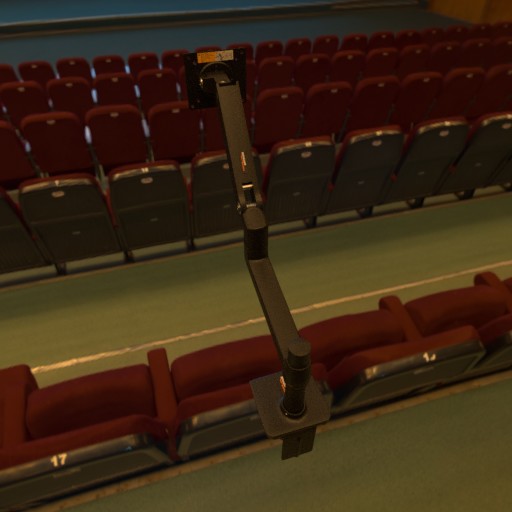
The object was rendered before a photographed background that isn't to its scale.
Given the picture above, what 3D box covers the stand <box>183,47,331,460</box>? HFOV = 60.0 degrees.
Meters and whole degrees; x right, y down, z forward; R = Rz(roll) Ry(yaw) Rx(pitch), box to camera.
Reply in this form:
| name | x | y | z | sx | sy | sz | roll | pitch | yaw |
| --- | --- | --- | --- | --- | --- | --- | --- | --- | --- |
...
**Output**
| name | x | y | z | sx | sy | sz | roll | pitch | yaw |
| --- | --- | --- | --- | --- | --- | --- | --- | --- | --- |
| stand | 0.000 | 0.000 | 1.027 | 0.152 | 0.713 | 0.650 | -12 | 43 | -13 |
